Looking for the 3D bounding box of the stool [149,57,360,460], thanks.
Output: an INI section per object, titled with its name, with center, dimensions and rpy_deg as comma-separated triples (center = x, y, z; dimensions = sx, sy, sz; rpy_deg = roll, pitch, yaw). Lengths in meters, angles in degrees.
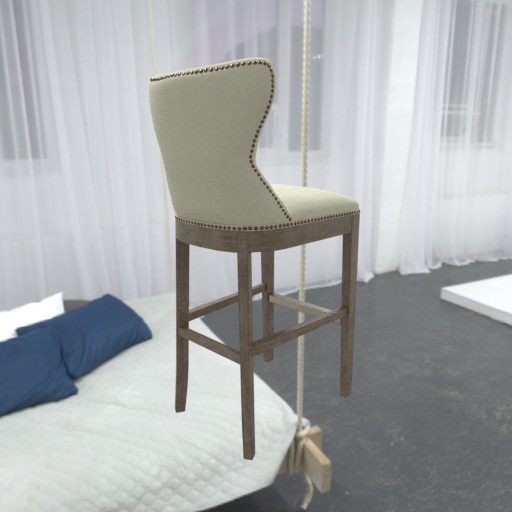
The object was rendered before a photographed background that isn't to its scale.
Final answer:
[stool]
center = 0.000, 0.000, 1.477
dimensions = 0.494, 1.123, 0.606
rpy_deg = 13, 19, 42
